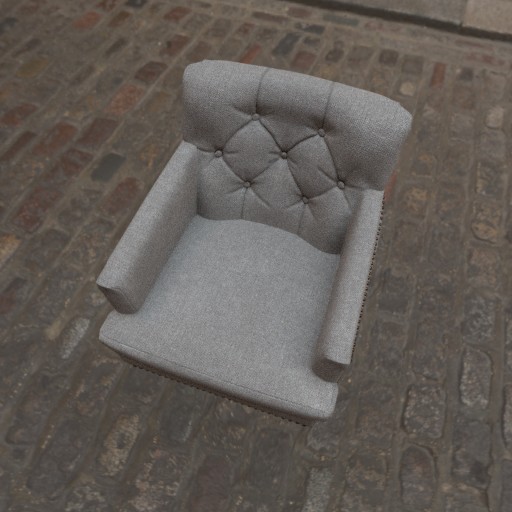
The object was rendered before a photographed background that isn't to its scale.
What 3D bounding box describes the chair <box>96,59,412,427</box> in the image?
[{"bbox_3d":[0.000,0.000,1.490,0.737,0.823,0.902,16,61,9],"label":"chair"}]
